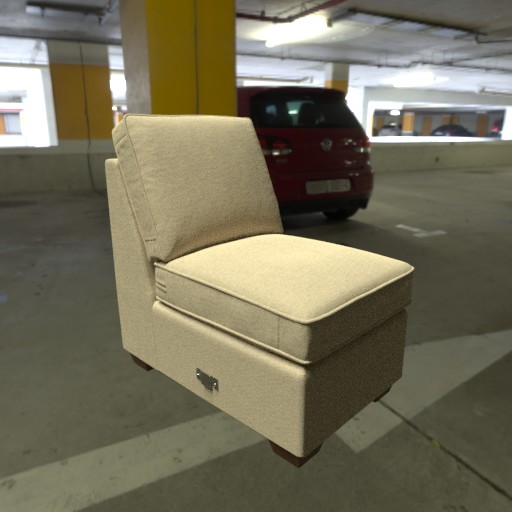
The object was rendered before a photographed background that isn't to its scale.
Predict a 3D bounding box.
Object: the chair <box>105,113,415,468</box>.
[{"bbox_3d":[0.000,0.000,1.574,0.938,0.970,0.621,15,22,42],"label":"chair"}]
